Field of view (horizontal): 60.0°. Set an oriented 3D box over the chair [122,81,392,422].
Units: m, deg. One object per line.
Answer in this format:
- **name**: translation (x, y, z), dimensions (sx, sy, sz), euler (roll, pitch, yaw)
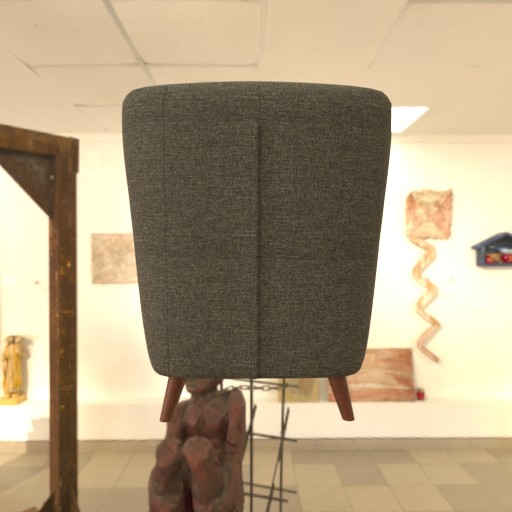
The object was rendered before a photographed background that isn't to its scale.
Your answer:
- **chair**: translation (0.000, 0.000, 1.730), dimensions (0.878, 1.063, 0.904), euler (0, 0, -1)
